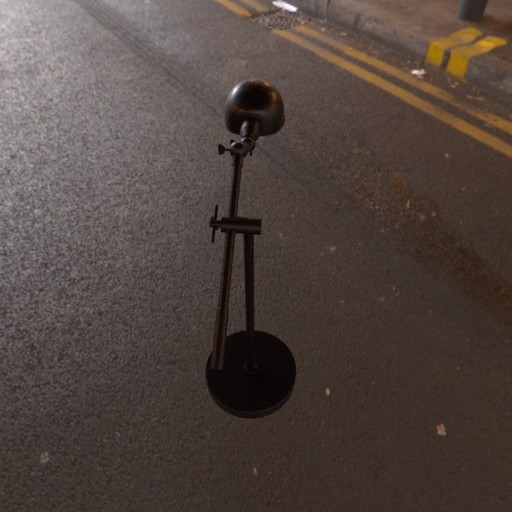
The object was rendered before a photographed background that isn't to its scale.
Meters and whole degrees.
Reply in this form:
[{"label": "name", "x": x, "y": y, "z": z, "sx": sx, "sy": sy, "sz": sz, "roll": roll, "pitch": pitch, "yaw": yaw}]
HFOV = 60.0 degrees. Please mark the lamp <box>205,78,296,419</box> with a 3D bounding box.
[{"label": "lamp", "x": 0.000, "y": 0.000, "z": 0.818, "sx": 0.185, "sy": 0.495, "sz": 0.567, "roll": 4, "pitch": 47, "yaw": 4}]
